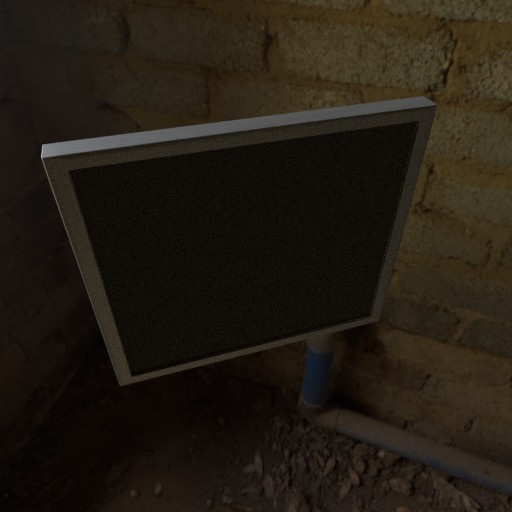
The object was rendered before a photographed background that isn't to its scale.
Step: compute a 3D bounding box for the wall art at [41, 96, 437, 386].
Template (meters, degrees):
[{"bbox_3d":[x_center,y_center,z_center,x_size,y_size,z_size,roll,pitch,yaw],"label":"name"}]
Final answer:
[{"bbox_3d":[0.000,0.000,0.526,0.380,0.330,0.028,-11,42,-13],"label":"wall art"}]
